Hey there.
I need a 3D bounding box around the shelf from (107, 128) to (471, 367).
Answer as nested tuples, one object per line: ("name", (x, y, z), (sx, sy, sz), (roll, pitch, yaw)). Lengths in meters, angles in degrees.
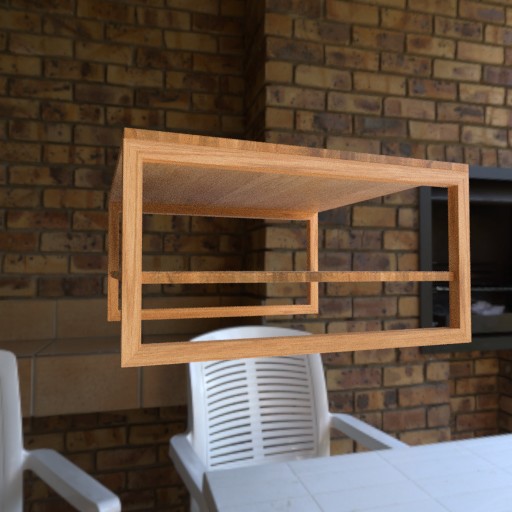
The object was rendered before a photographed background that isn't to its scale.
("shelf", (0.000, 0.000, 1.461), (0.899, 0.480, 0.899), (1, -2, -20))
